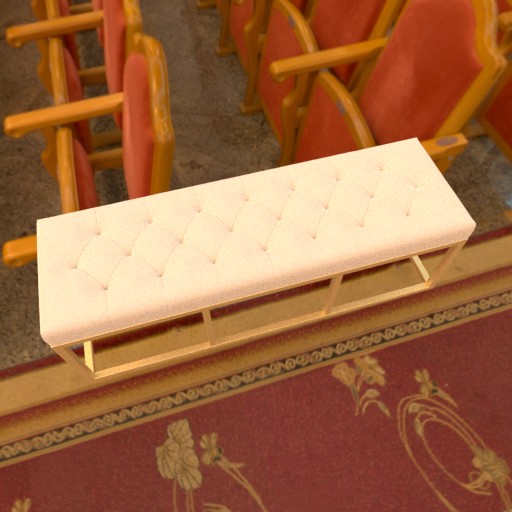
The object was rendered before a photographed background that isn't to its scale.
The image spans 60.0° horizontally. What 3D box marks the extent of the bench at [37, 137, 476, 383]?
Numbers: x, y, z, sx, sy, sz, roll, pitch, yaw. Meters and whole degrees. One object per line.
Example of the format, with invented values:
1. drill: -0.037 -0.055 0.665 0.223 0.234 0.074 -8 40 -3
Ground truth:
1. bench: 0.000 0.000 1.726 1.473 0.484 0.457 -14 59 -9
